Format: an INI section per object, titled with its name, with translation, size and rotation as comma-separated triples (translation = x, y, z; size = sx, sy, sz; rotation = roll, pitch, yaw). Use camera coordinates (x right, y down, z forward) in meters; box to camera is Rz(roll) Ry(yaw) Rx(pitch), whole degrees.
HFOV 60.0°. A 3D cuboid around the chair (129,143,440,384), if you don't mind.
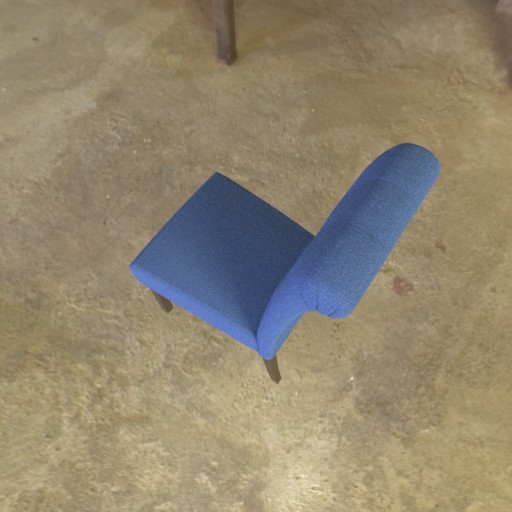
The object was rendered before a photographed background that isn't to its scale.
[chair]
translation = 0.000, 0.000, 1.331
size = 0.671, 1.006, 0.456
rotation = 32, 67, 15
